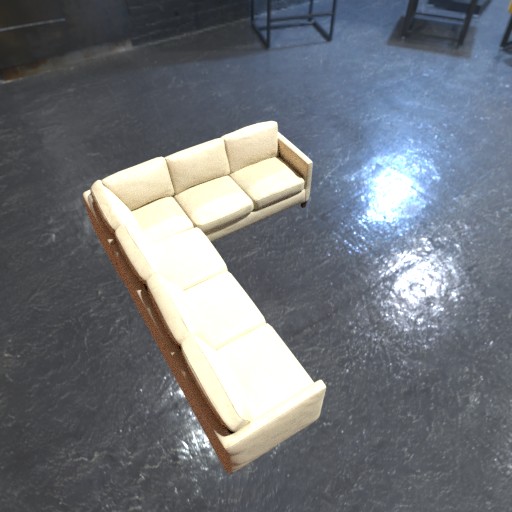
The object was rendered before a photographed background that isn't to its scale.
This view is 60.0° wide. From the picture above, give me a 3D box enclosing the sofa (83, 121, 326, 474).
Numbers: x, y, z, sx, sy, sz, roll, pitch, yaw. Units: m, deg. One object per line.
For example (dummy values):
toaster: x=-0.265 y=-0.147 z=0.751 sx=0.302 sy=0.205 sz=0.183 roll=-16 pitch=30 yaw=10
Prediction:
sofa: x=0.000 y=0.000 z=4.645 sx=2.593 sy=0.947 sz=3.302 roll=-25 pitch=53 yaw=-21
